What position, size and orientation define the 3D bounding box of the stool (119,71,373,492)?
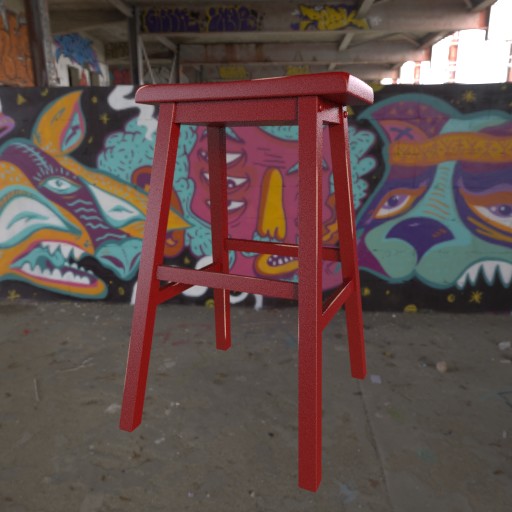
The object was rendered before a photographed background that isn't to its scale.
[{"bbox_3d":[0.000,0.000,1.021,0.457,0.737,0.476,6,15,24],"label":"stool"}]
